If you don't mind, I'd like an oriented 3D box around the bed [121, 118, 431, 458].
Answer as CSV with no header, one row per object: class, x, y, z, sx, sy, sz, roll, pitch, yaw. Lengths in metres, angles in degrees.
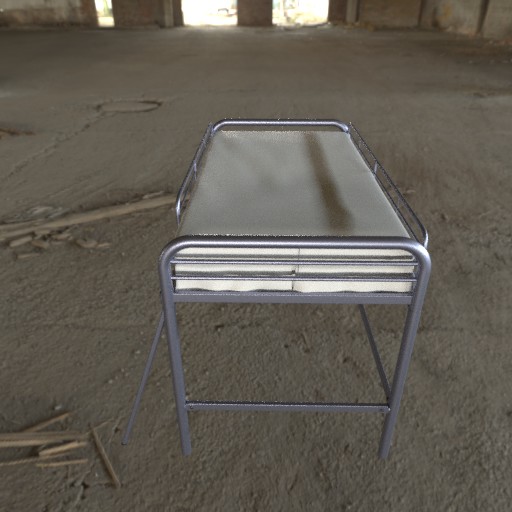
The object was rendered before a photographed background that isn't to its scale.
bed,0.000,0.000,2.843,1.415,1.288,1.965,1,30,1
